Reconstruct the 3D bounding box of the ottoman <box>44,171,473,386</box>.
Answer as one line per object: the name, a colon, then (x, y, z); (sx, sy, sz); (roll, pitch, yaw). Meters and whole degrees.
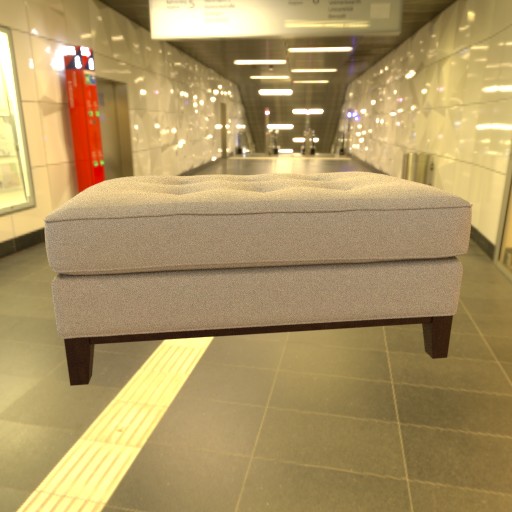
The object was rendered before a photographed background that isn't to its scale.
ottoman: (0.000, 0.000, 1.478); (1.143, 0.508, 0.648); (-2, 17, -8)
